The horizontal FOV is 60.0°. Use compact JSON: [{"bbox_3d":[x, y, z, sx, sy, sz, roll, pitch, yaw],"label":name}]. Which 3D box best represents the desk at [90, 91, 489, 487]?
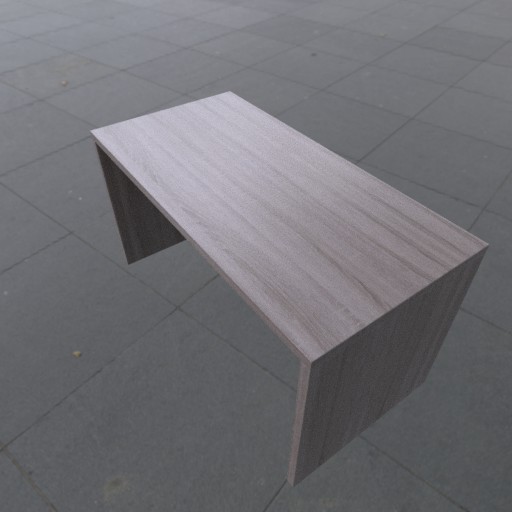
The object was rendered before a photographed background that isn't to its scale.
[{"bbox_3d":[0.000,0.000,1.812,0.690,0.745,1.380,-26,49,-26],"label":"desk"}]
